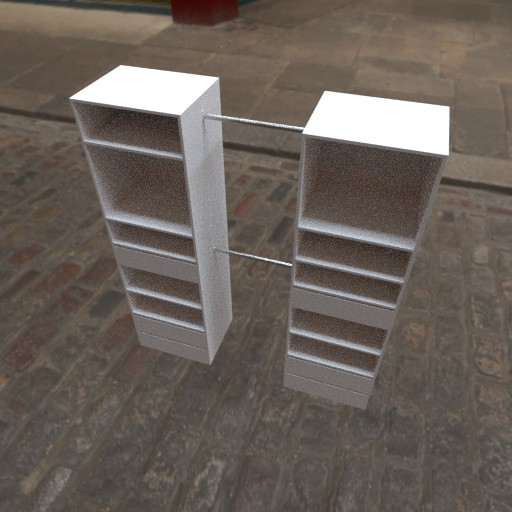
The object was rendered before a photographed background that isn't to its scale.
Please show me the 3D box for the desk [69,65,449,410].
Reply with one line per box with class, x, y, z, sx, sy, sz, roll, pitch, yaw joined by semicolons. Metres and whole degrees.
desk;0.000;0.000;2.808;1.770;2.000;0.480;12;44;13
